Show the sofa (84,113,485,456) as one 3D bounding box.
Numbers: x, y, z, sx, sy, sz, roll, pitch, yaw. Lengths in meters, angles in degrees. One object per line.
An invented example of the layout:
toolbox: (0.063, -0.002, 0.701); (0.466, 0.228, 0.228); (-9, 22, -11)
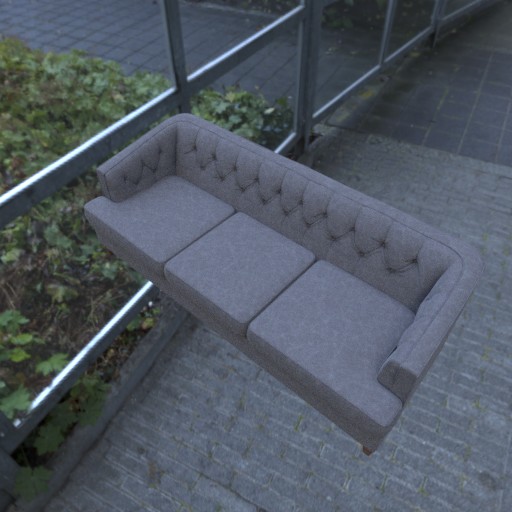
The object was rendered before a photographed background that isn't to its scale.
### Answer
sofa: (0.000, 0.000, 2.626); (2.247, 0.806, 0.917); (32, 53, 28)
